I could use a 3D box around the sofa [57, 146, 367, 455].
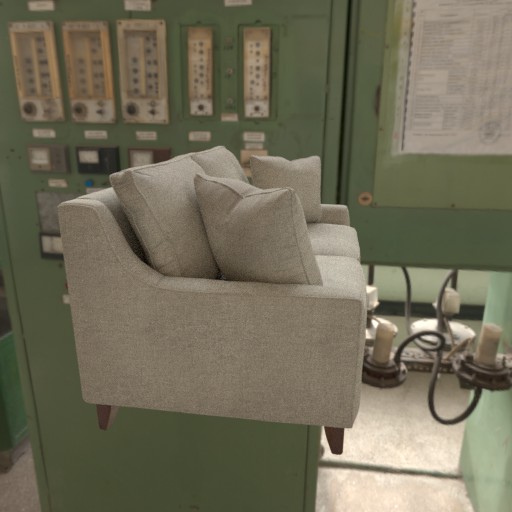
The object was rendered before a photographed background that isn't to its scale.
[{"bbox_3d":[0.000,0.000,1.930,0.915,0.863,1.422,3,17,9],"label":"sofa"}]
